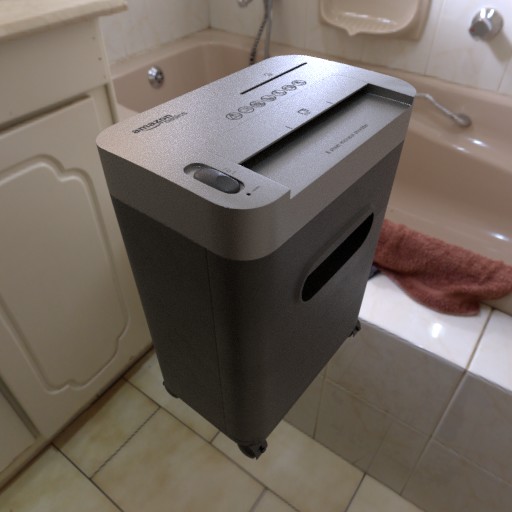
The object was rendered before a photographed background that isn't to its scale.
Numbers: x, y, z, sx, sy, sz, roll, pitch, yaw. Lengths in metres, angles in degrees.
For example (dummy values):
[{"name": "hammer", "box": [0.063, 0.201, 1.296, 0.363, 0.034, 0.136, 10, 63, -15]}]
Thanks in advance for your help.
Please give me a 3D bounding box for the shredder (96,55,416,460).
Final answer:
[{"name": "shredder", "box": [0.000, 0.000, 0.585, 0.237, 0.419, 0.311, 28, 49, 28]}]
